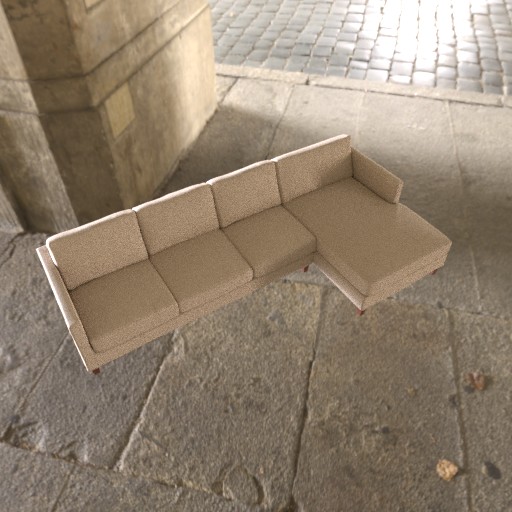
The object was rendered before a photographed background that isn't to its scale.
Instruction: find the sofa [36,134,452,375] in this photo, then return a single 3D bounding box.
[{"bbox_3d":[0.000,0.000,3.840,3.186,0.861,1.625,-24,50,-22],"label":"sofa"}]
